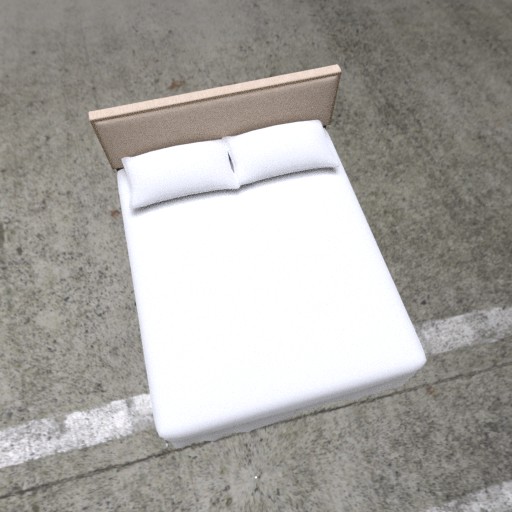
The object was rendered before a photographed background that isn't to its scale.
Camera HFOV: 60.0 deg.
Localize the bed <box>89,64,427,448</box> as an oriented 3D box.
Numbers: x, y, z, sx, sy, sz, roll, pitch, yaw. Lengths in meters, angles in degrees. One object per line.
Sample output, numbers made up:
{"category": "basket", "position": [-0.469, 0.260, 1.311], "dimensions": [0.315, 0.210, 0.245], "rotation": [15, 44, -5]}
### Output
{"category": "bed", "position": [0.000, 0.000, 2.768], "dimensions": [1.616, 1.016, 1.876], "rotation": [-13, 64, -7]}
